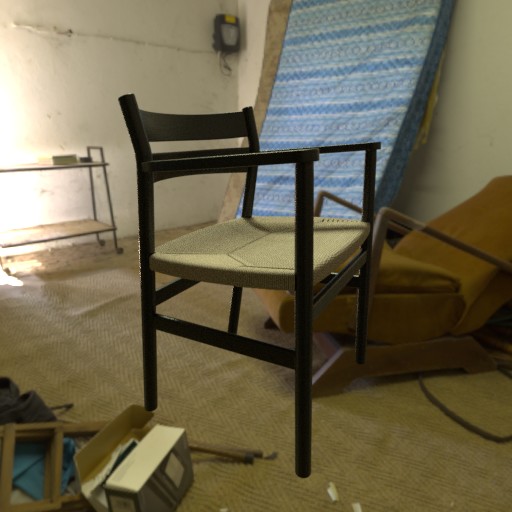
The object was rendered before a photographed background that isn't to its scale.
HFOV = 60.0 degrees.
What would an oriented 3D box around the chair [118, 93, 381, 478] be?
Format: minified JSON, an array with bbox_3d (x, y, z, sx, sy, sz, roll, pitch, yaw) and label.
[{"bbox_3d":[0.000,0.000,1.161,0.508,0.775,0.630,8,17,25],"label":"chair"}]
